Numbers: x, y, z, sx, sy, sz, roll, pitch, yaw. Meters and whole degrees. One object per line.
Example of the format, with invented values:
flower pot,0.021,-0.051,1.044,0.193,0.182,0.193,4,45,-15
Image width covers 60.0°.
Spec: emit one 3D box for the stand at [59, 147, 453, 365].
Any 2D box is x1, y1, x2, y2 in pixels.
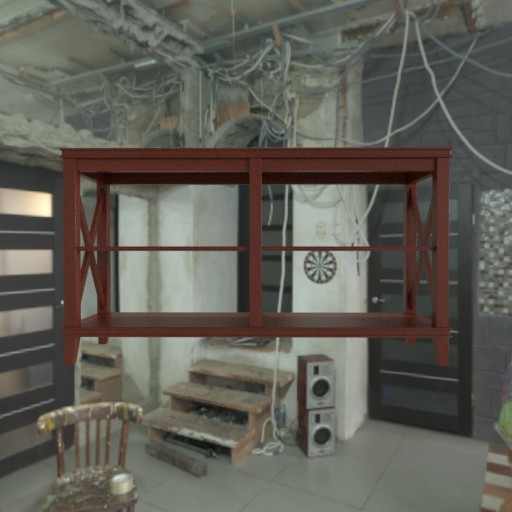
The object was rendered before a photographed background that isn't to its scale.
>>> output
stand,0.000,0.000,1.737,1.372,0.762,0.381,0,1,1
